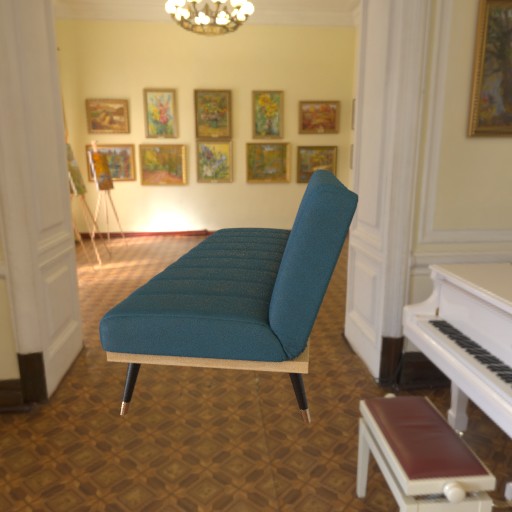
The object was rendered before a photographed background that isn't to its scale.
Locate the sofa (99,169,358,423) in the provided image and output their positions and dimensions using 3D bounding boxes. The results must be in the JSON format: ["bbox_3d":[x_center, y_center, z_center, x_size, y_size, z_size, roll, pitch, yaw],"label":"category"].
[{"bbox_3d":[0.000,0.000,2.257,0.830,0.825,1.810,2,13,7],"label":"sofa"}]
